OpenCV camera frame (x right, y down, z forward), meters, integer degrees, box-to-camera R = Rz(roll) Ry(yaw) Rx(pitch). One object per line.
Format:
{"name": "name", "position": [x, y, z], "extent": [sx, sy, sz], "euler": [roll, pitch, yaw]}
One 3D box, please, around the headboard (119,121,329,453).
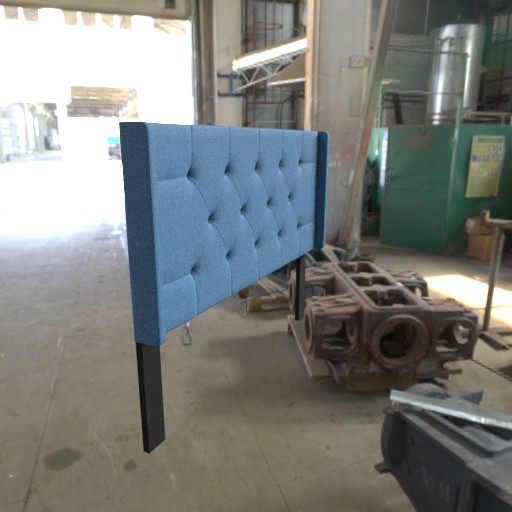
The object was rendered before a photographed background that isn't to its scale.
{"name": "headboard", "position": [0.000, 0.000, 2.743], "extent": [0.184, 1.524, 2.051], "euler": [8, 16, 27]}
